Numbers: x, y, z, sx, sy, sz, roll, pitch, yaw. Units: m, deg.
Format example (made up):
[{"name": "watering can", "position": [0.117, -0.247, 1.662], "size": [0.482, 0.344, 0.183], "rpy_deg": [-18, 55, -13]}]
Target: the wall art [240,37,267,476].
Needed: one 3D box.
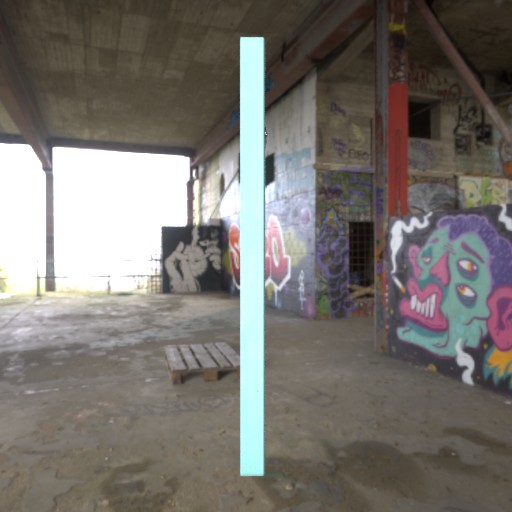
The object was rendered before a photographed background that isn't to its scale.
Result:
[{"name": "wall art", "position": [0.000, 0.000, 1.614], "size": [0.070, 1.073, 1.071], "rpy_deg": [0, 0, 0]}]
